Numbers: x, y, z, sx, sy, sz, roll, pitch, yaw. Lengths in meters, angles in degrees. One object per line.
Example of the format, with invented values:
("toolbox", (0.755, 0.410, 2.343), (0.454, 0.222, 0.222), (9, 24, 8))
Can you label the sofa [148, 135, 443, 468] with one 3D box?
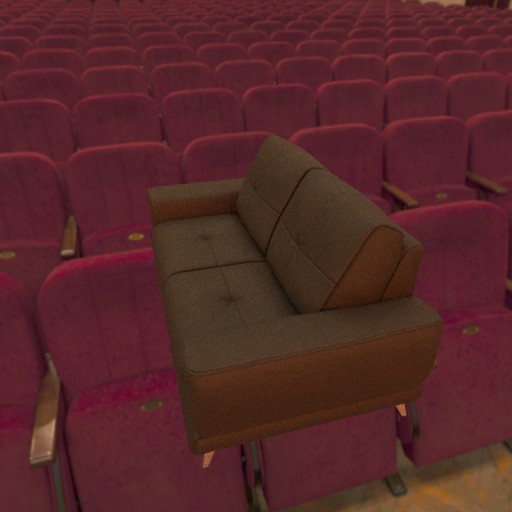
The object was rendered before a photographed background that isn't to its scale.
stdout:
("sofa", (0.000, 0.000, 2.338), (1.018, 0.907, 1.806), (-8, 31, -14))
